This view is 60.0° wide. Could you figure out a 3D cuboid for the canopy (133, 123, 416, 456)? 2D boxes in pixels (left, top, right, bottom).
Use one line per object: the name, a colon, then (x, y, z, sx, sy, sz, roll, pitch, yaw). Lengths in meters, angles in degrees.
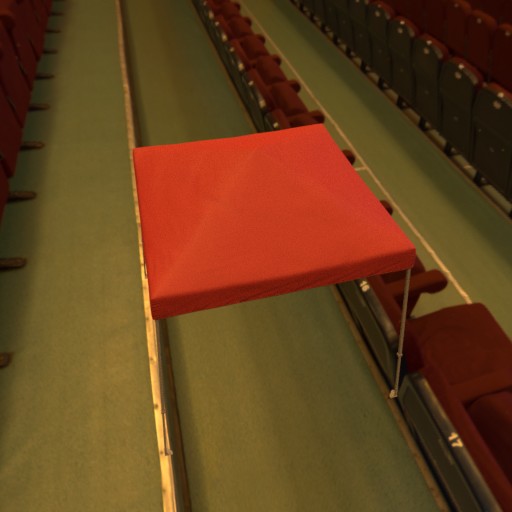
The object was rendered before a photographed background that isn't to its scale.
canopy: (0.000, 0.000, 6.541, 3.599, 3.600, 3.600, -10, 46, -10)
